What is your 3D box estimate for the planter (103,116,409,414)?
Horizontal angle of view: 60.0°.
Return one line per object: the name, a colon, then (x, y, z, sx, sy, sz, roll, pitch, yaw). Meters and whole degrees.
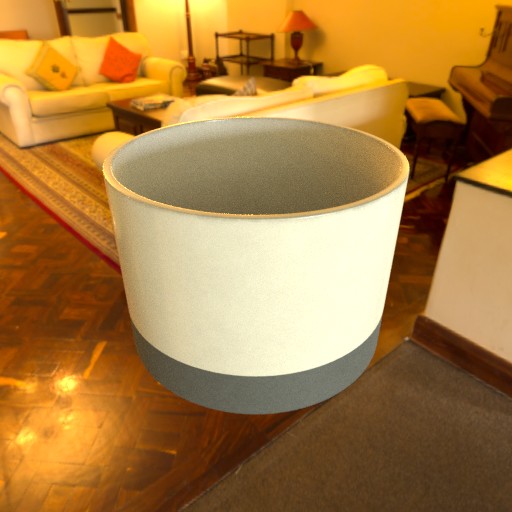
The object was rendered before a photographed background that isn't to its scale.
planter: (0.000, 0.000, 0.220, 0.128, 0.105, 0.128, 0, 31, 0)
